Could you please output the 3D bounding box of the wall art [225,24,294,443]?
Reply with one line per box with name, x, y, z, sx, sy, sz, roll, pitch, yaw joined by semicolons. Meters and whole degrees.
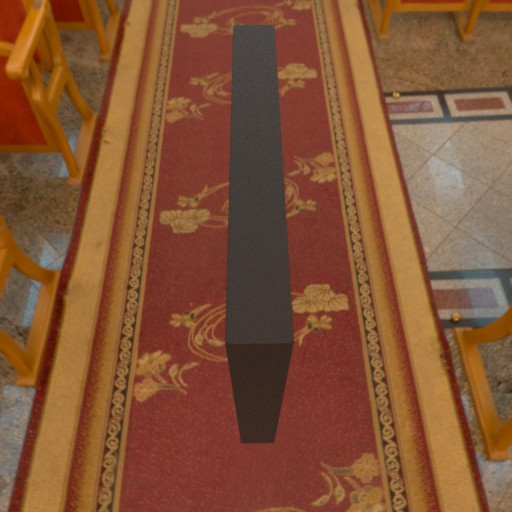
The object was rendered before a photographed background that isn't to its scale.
wall art;0.000;0.000;0.450;0.037;0.305;0.305;-1;58;0
